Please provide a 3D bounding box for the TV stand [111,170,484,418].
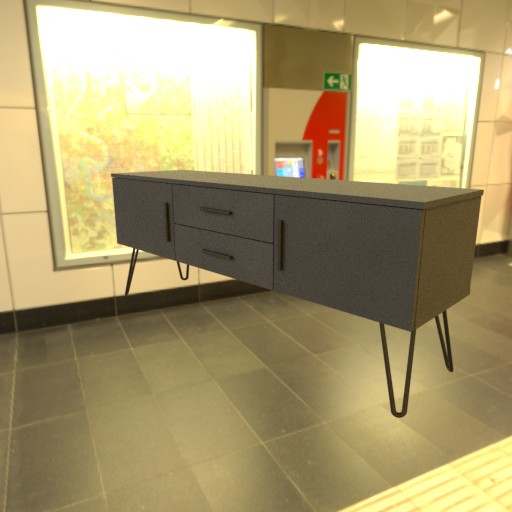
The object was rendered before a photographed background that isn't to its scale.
[{"bbox_3d":[0.000,0.000,1.650,1.400,0.560,0.400,13,19,43],"label":"TV stand"}]
